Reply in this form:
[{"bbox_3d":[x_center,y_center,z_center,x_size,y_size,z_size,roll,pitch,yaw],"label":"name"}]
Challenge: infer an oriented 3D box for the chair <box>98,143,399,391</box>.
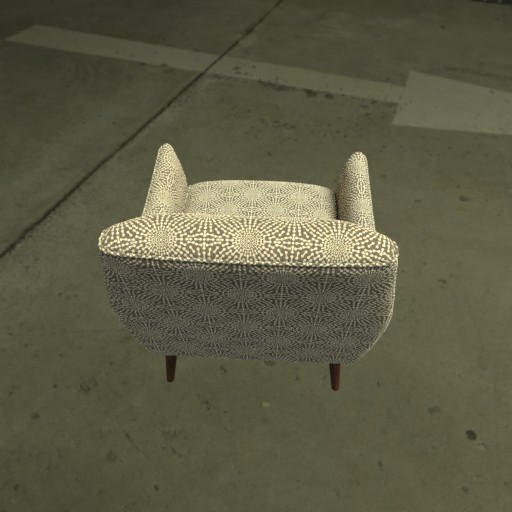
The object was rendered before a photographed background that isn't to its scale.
[{"bbox_3d":[0.000,0.000,1.448,0.762,0.838,0.787,2,46,2],"label":"chair"}]
